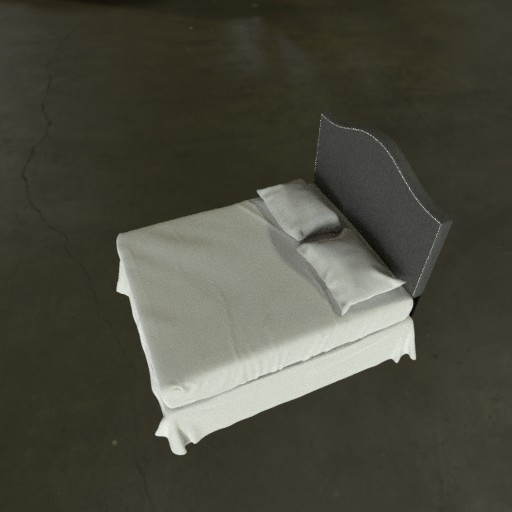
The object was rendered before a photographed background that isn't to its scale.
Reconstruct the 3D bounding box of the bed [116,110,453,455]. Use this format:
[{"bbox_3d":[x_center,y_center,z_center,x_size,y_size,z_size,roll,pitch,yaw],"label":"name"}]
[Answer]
[{"bbox_3d":[0.000,0.000,3.472,2.221,1.645,1.876,-17,48,-16],"label":"bed"}]
